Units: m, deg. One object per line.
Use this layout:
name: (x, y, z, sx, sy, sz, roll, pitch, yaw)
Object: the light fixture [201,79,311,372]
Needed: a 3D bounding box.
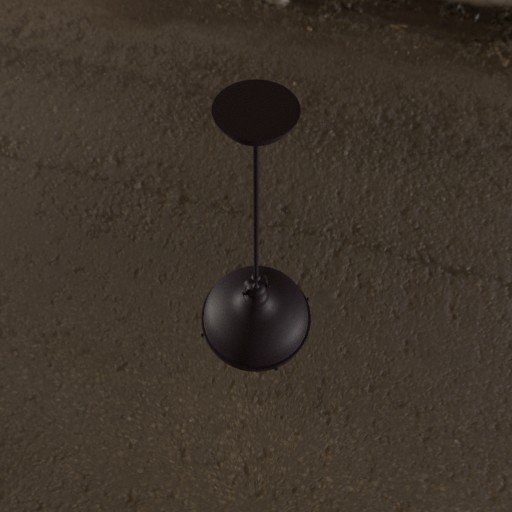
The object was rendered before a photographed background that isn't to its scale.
light fixture: (0.000, 0.000, 1.013, 0.341, 0.849, 0.341, -17, 61, -10)
